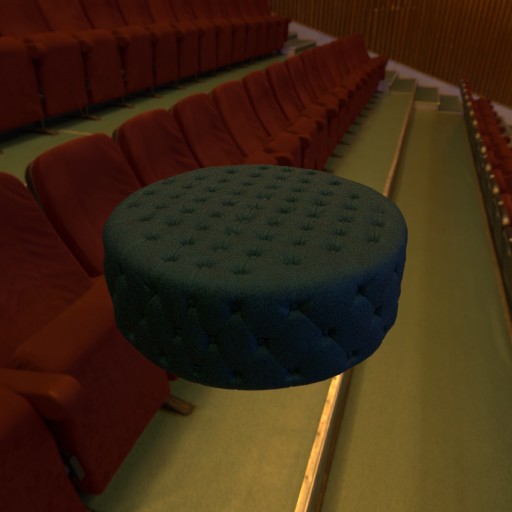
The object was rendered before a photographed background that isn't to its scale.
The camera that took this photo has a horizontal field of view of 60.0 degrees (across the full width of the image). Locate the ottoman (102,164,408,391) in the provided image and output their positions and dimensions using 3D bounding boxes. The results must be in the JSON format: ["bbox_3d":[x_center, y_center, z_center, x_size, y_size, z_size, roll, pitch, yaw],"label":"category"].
[{"bbox_3d":[0.000,0.000,1.552,0.998,0.398,0.998,0,29,0],"label":"ottoman"}]
